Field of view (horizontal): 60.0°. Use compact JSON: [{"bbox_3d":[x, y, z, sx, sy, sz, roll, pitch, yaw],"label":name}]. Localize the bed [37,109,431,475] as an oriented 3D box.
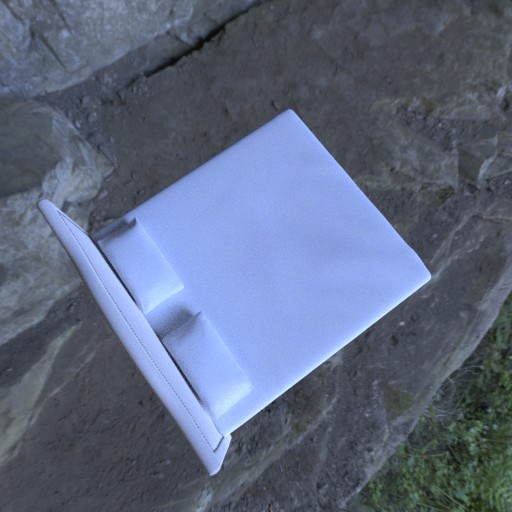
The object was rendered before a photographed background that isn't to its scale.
[{"bbox_3d":[0.000,0.000,3.499,2.182,1.421,2.083,-35,78,-9],"label":"bed"}]
